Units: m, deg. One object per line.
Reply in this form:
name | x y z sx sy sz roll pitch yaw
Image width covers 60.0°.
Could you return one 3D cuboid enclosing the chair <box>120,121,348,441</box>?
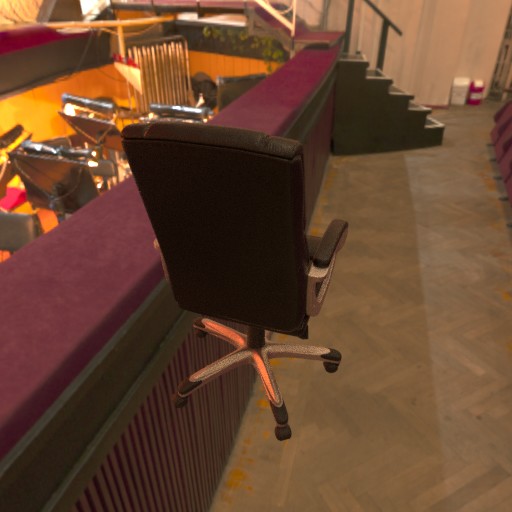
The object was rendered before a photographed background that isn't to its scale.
chair | 0.000 0.000 1.644 0.700 1.145 0.780 11 34 17
